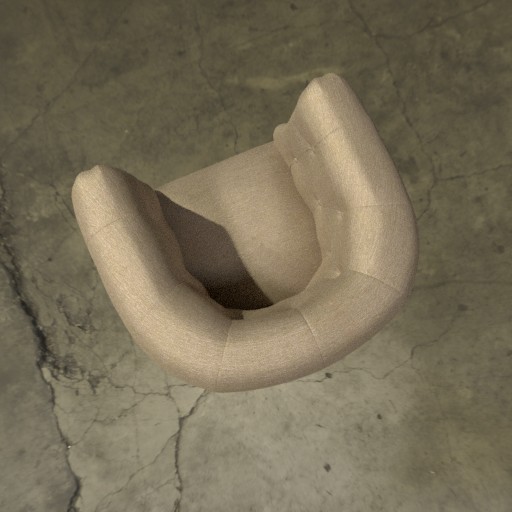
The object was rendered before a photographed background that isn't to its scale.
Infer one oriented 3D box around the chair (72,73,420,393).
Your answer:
[{"bbox_3d":[0.000,0.000,1.560,0.905,0.827,0.852,-24,77,-6],"label":"chair"}]
